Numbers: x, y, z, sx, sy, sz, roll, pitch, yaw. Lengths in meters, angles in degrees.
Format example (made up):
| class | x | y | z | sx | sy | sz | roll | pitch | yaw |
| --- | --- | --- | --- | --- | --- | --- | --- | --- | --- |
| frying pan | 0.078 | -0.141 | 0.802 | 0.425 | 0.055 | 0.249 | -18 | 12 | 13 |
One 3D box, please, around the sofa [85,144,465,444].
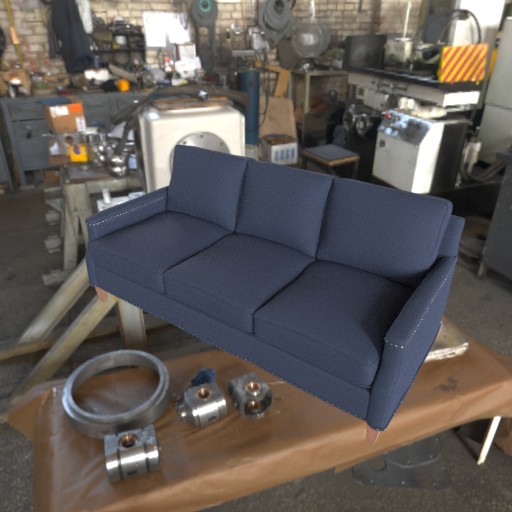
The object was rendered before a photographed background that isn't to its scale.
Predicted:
| class | x | y | z | sx | sy | sz | roll | pitch | yaw |
| --- | --- | --- | --- | --- | --- | --- | --- | --- | --- |
| sofa | 0.000 | 0.000 | 2.852 | 2.246 | 1.003 | 1.084 | 19 | 34 | 31 |
